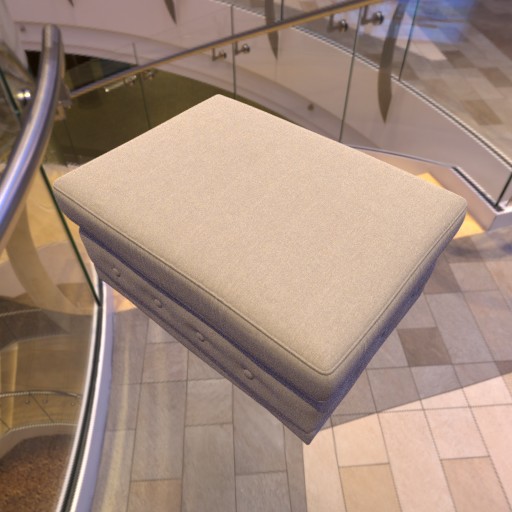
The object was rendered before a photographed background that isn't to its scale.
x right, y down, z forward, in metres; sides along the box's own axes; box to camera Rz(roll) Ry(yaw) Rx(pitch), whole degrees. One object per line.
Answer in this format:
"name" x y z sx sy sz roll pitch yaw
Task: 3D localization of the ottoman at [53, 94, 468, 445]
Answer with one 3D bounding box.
"ottoman" 0.000 0.000 1.132 0.771 0.500 0.569 32 54 26
